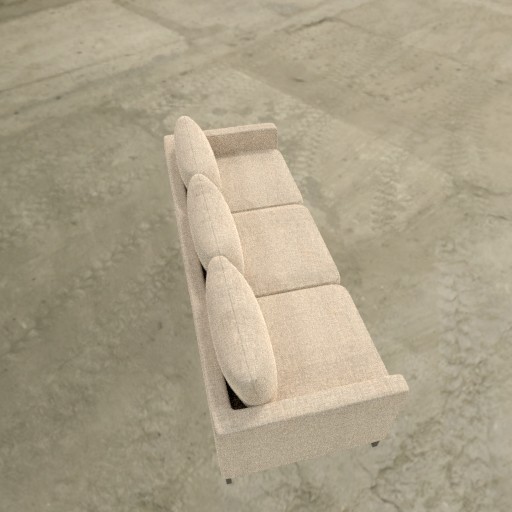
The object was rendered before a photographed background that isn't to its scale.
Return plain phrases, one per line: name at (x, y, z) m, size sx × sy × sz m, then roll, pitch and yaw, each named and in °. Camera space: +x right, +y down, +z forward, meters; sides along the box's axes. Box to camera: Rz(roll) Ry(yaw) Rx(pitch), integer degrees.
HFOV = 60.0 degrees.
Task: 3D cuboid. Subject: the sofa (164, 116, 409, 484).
sofa at (0.000, 0.000, 2.680) m, size 0.859 × 0.874 × 2.218 m, roll -10°, pitch 47°, yaw -9°
